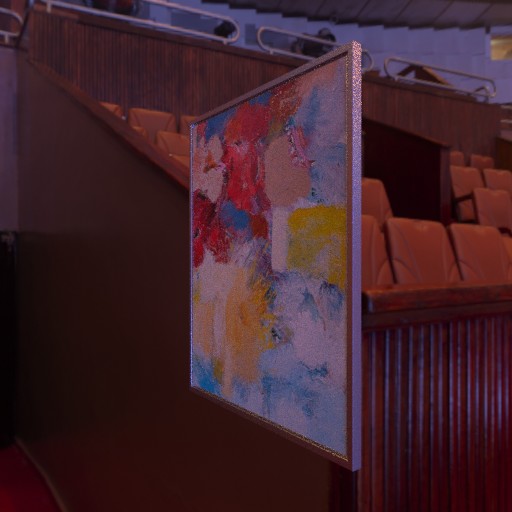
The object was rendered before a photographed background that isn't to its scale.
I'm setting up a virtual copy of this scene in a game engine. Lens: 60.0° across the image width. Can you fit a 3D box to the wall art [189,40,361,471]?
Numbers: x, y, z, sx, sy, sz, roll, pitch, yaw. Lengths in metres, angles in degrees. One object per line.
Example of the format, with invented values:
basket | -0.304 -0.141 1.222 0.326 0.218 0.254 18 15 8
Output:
wall art | 0.000 0.000 1.409 0.030 1.046 0.816 0 0 -37
